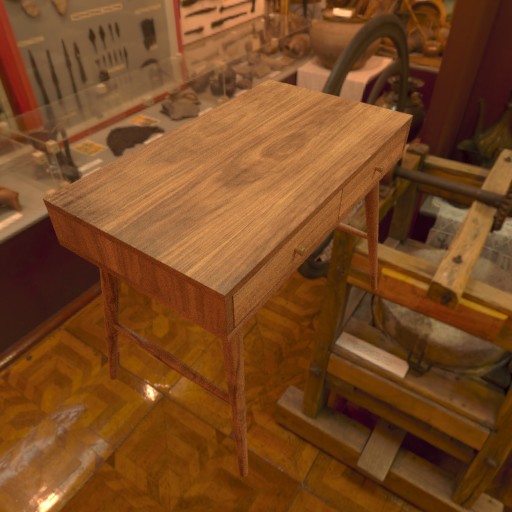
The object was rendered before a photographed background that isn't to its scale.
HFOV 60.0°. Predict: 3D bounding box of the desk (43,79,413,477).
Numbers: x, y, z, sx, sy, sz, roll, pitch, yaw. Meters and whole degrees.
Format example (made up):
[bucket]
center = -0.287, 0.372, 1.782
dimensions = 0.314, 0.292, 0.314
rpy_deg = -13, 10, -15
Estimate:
[desk]
center = 0.000, 0.000, 1.458
dimensions = 0.588, 0.758, 0.949
rpy_deg = 25, 47, 26
